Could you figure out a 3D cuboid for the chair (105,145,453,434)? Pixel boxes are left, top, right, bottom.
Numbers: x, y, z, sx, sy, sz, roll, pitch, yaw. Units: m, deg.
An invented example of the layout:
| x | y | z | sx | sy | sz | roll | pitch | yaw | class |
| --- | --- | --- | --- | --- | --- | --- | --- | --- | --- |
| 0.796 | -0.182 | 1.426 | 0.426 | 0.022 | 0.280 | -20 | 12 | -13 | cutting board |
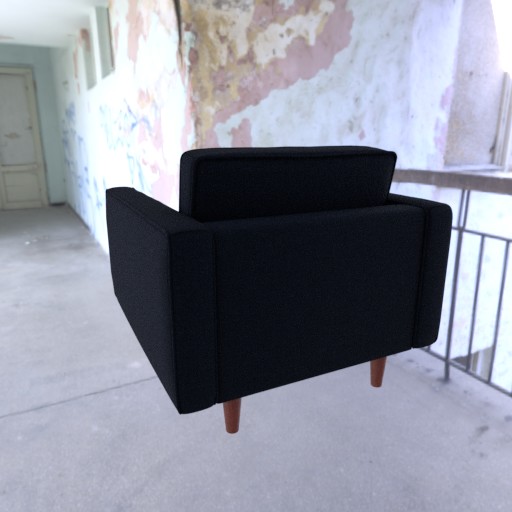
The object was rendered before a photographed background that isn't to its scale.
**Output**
| x | y | z | sx | sy | sz | roll | pitch | yaw | class |
| --- | --- | --- | --- | --- | --- | --- | --- | --- | --- |
| 0.000 | 0.000 | 1.579 | 0.899 | 0.770 | 0.920 | -8 | 17 | -25 | chair |
